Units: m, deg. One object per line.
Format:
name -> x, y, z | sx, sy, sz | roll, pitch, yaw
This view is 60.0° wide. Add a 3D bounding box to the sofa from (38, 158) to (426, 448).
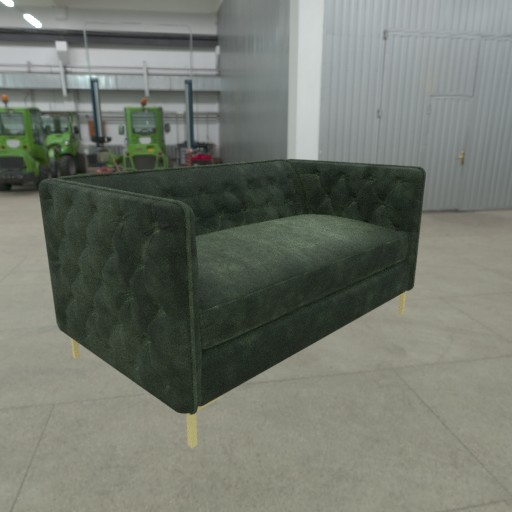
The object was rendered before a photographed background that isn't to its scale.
sofa -> 0.000, 0.000, 2.020 | 0.895, 0.768, 1.537 | 15, 22, 42
